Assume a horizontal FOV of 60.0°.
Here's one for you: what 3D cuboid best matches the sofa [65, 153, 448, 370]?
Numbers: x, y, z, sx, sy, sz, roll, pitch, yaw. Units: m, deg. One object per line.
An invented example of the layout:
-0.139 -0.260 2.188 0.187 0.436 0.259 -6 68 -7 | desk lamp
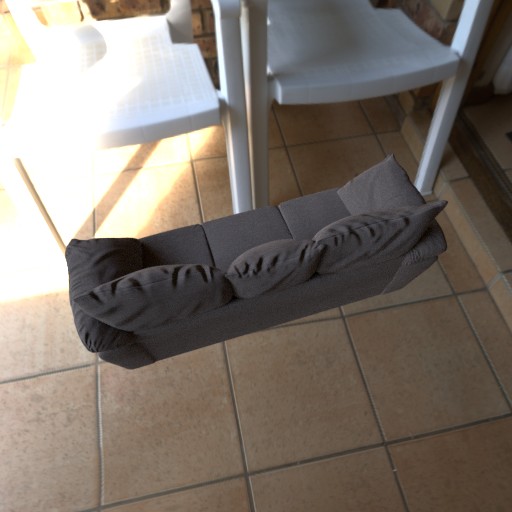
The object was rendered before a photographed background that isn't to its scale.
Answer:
0.000 0.000 3.022 2.390 1.043 0.927 -15 60 -9 | sofa
